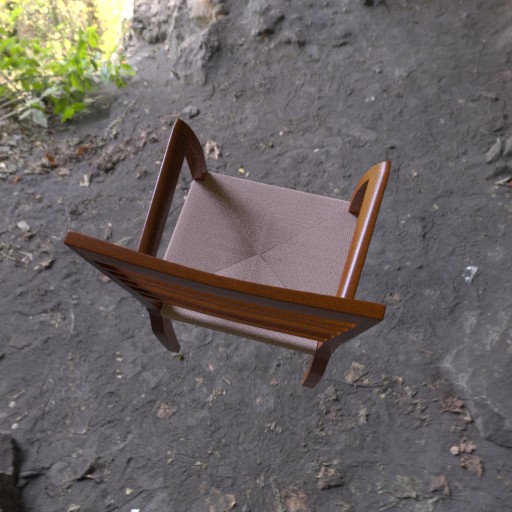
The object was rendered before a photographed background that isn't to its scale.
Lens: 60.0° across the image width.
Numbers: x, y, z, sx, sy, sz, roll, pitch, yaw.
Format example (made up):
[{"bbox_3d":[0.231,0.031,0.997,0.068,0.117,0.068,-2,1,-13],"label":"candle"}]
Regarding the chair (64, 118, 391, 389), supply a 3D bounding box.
[{"bbox_3d":[0.000,0.000,1.224,0.587,0.855,0.540,13,65,6],"label":"chair"}]
